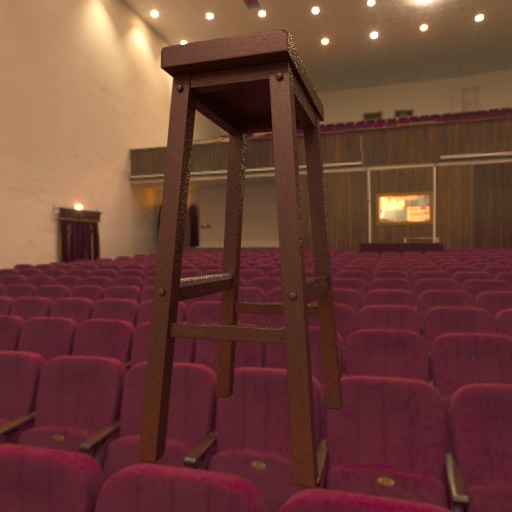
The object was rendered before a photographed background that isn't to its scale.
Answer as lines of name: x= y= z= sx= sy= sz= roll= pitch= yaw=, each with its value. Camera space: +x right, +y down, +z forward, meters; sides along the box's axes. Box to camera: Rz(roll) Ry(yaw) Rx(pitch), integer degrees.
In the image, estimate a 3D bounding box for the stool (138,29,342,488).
stool: x=0.000 y=0.000 z=0.946 sx=0.322 sy=0.742 sz=0.406 roll=0 pitch=1 yaw=17
